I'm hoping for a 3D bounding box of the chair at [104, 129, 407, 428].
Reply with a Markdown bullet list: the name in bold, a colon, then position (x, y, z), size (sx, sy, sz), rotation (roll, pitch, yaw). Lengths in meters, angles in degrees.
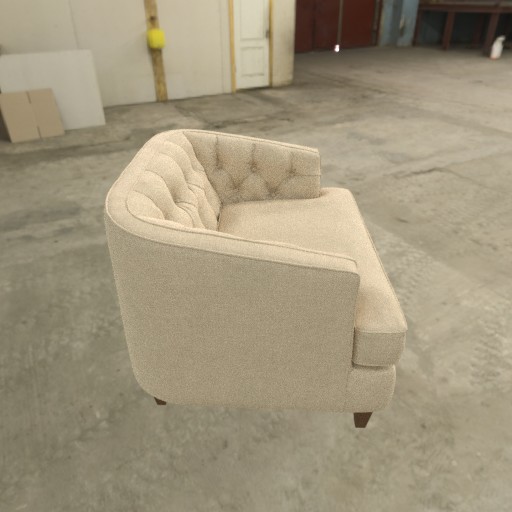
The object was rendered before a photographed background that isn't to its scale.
- **chair**: position (0.000, 0.000, 1.769), size (0.914, 0.787, 1.118), rotation (1, 31, 1)
